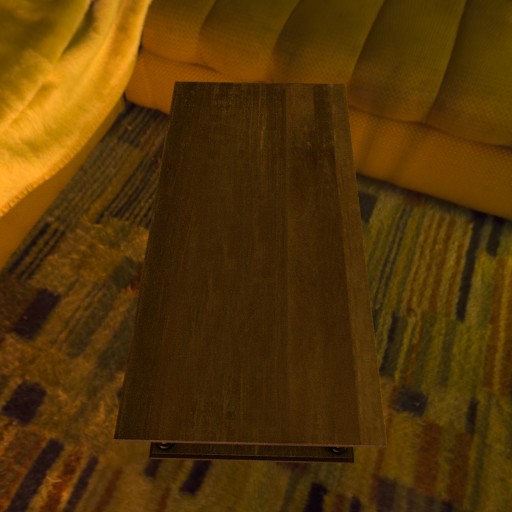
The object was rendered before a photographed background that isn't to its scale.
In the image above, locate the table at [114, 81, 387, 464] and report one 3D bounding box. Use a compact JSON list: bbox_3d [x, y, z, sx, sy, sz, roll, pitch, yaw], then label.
[{"bbox_3d":[0.000,0.000,1.330,0.554,0.373,1.088,1,60,1],"label":"table"}]
